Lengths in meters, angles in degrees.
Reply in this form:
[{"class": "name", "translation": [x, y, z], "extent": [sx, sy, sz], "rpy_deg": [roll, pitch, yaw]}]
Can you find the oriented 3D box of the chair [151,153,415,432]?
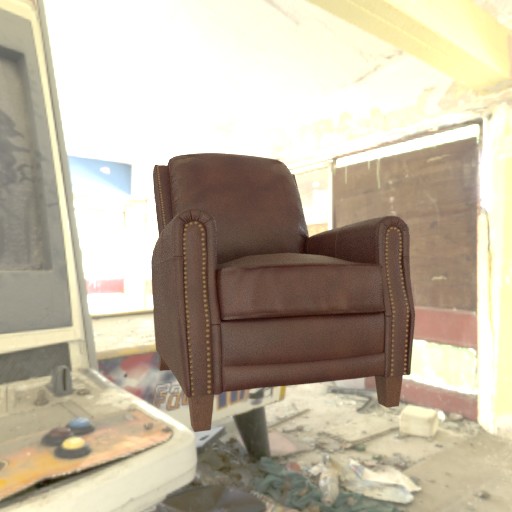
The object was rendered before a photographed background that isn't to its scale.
[{"class": "chair", "translation": [0.000, 0.000, 1.842], "extent": [0.826, 1.022, 1.089], "rpy_deg": [0, 0, -18]}]
